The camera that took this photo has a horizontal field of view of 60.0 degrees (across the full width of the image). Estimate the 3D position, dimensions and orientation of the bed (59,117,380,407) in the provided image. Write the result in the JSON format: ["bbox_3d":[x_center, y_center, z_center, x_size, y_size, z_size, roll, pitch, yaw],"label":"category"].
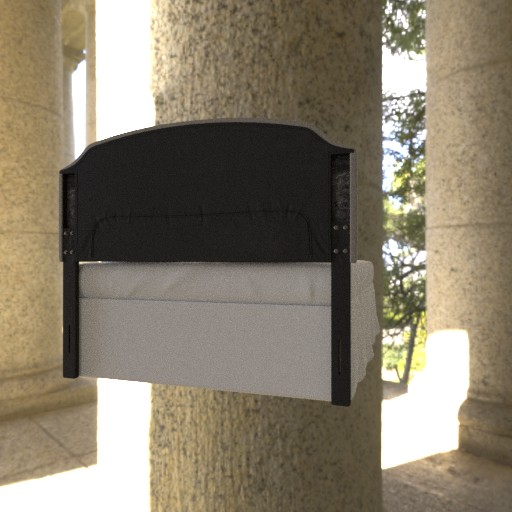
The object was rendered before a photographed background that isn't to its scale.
[{"bbox_3d":[0.000,0.000,3.019,1.558,1.270,1.999,0,0,18],"label":"bed"}]
